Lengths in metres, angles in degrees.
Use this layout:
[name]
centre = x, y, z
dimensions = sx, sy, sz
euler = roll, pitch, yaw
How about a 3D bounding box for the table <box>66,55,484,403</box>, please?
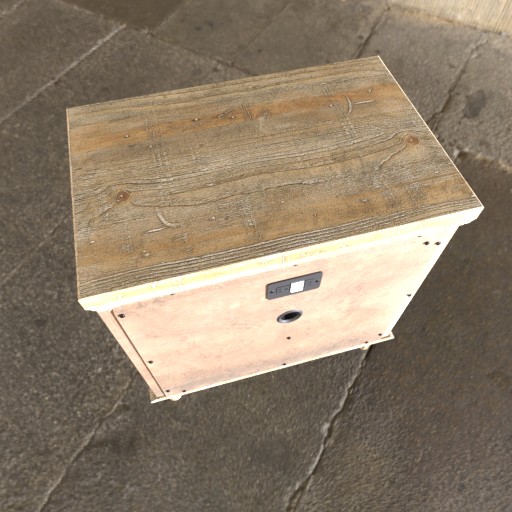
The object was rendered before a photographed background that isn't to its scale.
[table]
centre = 0.000, 0.000, 1.121
dimensions = 0.686, 0.711, 0.457
euler = -13, 58, -8
